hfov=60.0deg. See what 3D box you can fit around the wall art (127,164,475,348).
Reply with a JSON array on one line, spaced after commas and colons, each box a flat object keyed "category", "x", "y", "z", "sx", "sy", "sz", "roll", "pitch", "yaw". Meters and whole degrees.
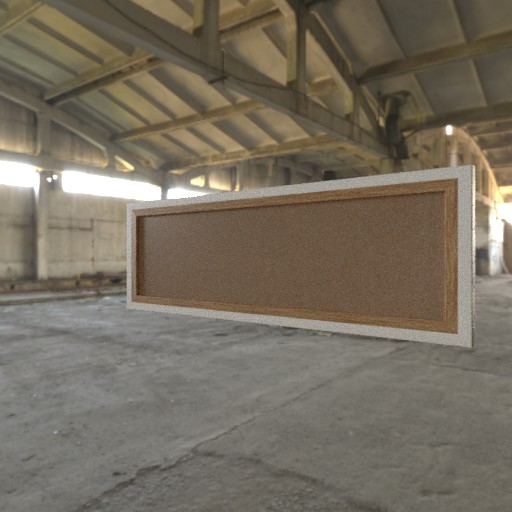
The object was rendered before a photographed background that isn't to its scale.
[{"category": "wall art", "x": 0.000, "y": 0.000, "z": 1.695, "sx": 1.520, "sy": 0.507, "sz": 0.044, "roll": 0, "pitch": 0, "yaw": 37}]
